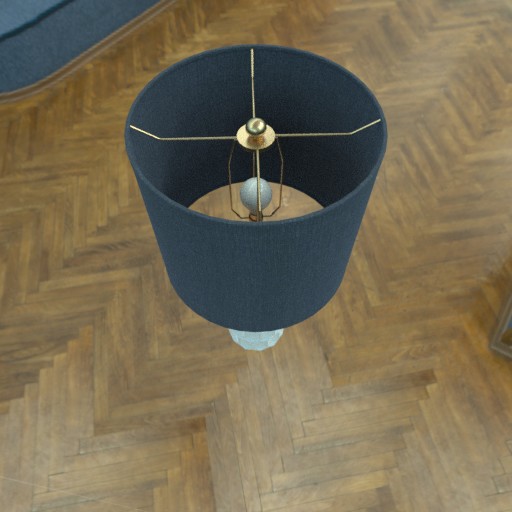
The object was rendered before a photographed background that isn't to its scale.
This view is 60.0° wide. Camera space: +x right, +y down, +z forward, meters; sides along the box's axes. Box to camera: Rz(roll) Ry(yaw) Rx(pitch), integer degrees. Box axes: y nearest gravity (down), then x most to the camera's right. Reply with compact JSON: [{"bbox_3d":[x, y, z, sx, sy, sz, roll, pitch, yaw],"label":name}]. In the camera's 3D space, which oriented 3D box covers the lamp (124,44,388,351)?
[{"bbox_3d":[0.000,0.000,0.697,0.277,0.537,0.277,32,63,19],"label":"lamp"}]
